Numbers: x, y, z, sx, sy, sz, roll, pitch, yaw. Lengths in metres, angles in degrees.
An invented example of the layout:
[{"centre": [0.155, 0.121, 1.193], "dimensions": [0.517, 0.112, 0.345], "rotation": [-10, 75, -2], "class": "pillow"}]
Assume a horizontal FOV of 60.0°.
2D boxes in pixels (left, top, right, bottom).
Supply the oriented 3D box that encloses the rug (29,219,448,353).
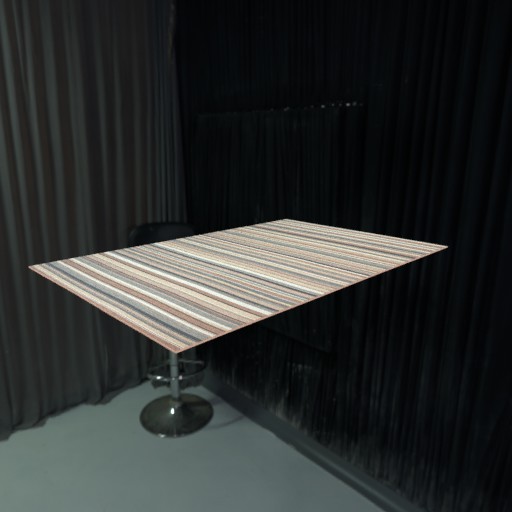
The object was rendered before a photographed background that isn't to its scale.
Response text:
[{"centre": [0.000, 0.000, 2.294], "dimensions": [1.829, 0.008, 1.219], "rotation": [-14, 20, -43], "class": "rug"}]
